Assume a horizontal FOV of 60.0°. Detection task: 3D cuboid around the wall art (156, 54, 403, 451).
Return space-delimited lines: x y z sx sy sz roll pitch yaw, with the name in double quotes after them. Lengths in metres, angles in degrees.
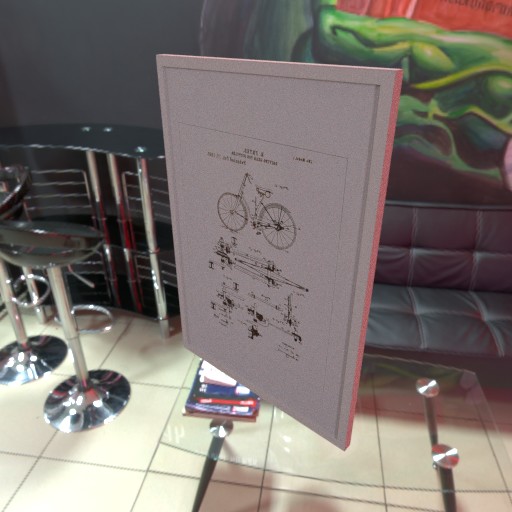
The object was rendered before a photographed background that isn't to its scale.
0.000 0.000 0.590 0.332 0.477 0.015 22 35 36 "wall art"
